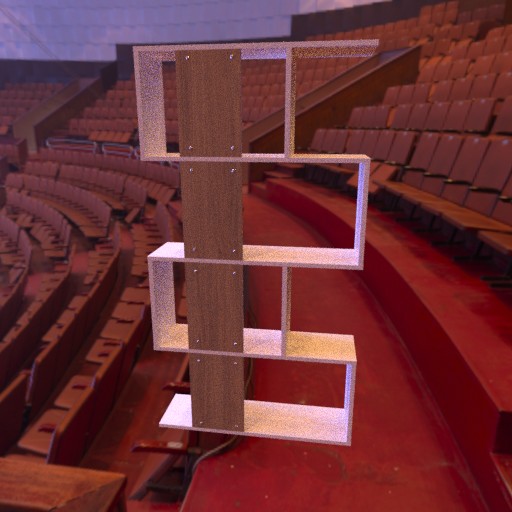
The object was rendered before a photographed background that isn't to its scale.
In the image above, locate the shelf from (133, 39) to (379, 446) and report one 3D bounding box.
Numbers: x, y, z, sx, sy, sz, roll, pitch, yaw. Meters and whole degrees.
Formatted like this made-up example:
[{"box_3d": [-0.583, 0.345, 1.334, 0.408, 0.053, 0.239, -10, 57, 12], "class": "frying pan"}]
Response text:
[{"box_3d": [0.000, 0.000, 1.926, 0.890, 1.650, 0.250, 2, 16, 8], "class": "shelf"}]
